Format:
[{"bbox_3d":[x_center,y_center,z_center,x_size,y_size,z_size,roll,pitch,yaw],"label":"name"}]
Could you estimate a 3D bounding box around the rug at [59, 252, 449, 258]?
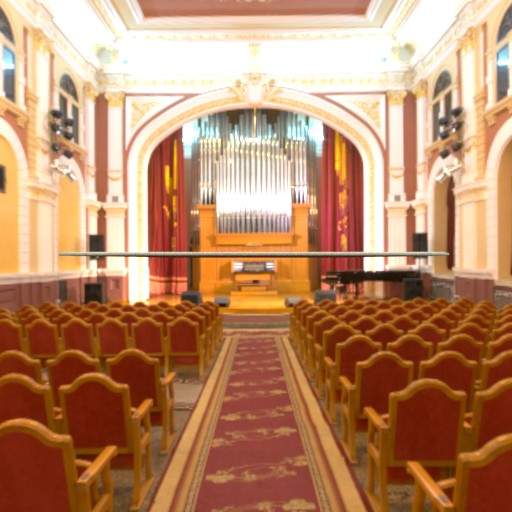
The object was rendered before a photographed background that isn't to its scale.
[{"bbox_3d":[0.000,0.000,2.296,1.219,0.012,1.840,0,0,0],"label":"rug"}]
